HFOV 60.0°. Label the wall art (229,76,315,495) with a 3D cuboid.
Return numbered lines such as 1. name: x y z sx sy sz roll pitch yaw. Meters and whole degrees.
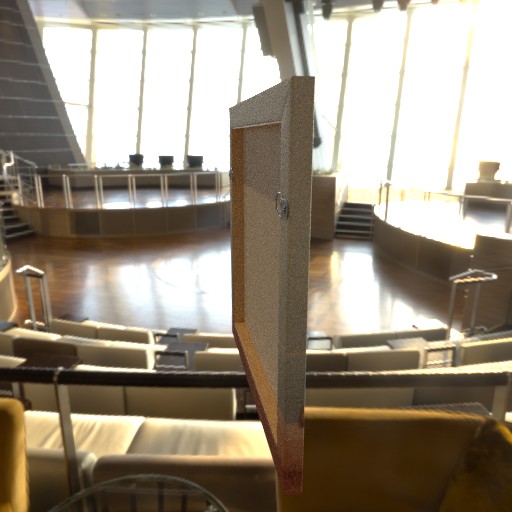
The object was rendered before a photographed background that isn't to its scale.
1. wall art: 0.000 0.000 0.895 0.034 0.605 0.605 -3 15 -10
